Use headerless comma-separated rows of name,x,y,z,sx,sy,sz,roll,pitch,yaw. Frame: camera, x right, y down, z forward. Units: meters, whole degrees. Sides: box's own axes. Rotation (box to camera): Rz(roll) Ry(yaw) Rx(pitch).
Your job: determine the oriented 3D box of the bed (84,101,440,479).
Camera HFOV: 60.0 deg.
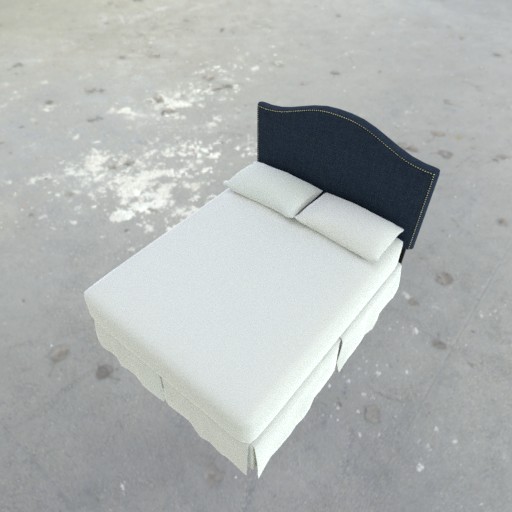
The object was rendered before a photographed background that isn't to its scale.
bed,0.000,0.000,3.341,1.725,1.518,2.153,30,53,26
